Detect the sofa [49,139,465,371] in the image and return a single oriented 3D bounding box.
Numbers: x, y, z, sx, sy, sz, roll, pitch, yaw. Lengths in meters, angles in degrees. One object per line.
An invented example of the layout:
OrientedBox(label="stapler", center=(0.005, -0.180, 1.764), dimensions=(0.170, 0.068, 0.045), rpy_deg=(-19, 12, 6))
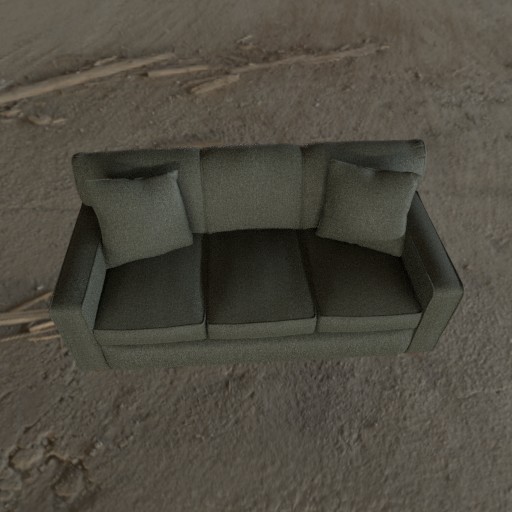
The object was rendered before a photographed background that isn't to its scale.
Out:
OrientedBox(label="sofa", center=(0.000, 0.000, 2.538), dimensions=(2.024, 0.958, 0.997), rpy_deg=(-3, 47, -3))
